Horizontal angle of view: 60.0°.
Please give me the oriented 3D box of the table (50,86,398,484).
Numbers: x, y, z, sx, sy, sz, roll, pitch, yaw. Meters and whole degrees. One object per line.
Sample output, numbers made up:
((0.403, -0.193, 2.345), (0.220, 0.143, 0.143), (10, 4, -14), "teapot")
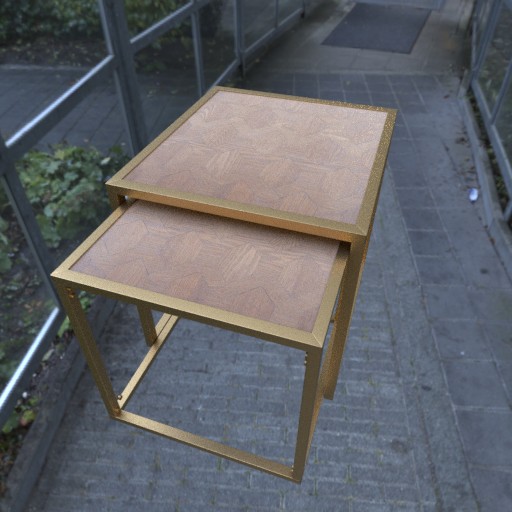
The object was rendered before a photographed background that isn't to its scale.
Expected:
((0.000, 0.000, 1.079), (0.505, 0.505, 0.762), (12, 42, 14), "table")
